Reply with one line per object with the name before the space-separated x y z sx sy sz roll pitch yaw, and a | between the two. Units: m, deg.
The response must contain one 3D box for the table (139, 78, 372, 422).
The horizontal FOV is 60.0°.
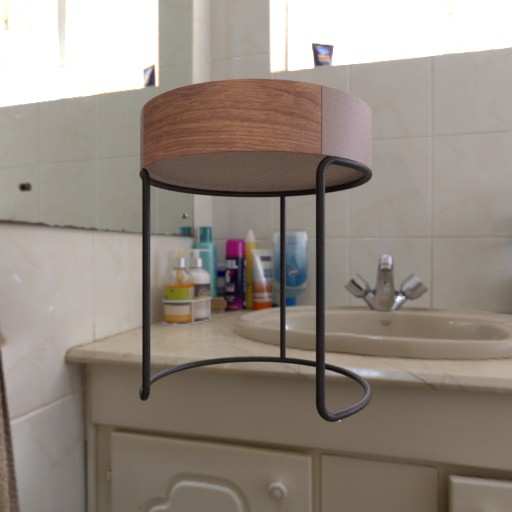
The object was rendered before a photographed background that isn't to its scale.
table | 0.000 0.000 0.886 0.450 0.530 0.450 0 0 0
